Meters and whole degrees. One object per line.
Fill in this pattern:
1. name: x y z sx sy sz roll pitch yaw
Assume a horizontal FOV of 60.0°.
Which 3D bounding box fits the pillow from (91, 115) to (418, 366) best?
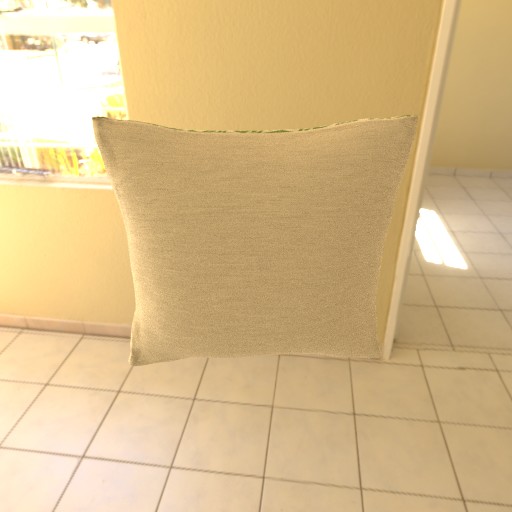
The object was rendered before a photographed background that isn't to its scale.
1. pillow: 0.000 0.000 0.681 0.440 0.419 0.162 -1 28 -2
